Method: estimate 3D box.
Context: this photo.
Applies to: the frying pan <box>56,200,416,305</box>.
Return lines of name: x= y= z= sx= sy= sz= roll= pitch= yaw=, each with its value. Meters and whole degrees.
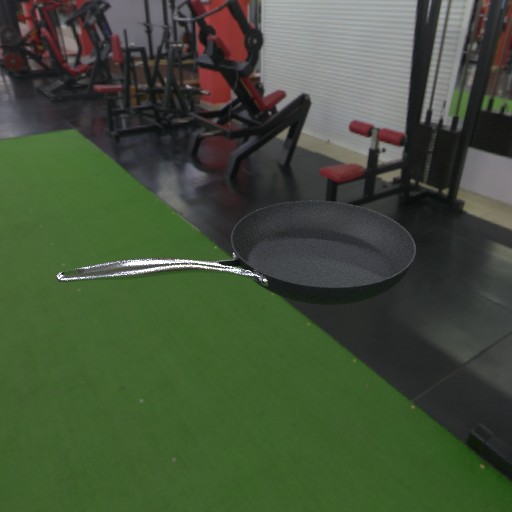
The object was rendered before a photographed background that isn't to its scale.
frying pan: x=0.000 y=0.000 z=0.576 sx=0.472 sy=0.105 sz=0.255 roll=-17 pitch=35 yaw=-27
